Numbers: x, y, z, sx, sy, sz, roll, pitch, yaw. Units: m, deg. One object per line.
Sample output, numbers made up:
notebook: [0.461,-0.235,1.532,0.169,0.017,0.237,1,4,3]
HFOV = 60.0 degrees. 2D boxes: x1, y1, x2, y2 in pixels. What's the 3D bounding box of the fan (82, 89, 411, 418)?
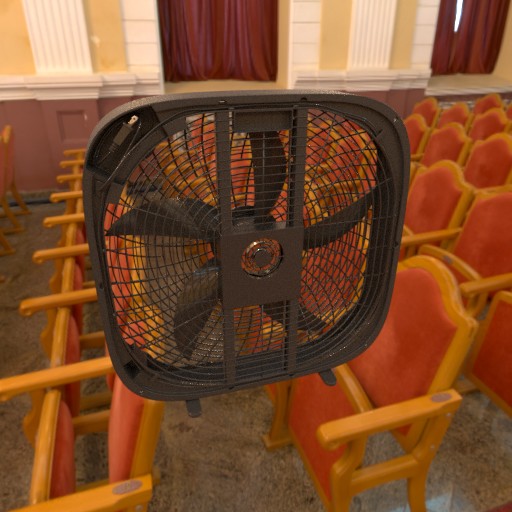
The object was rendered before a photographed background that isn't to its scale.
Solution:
fan: [0.000,0.000,0.767,0.526,0.533,0.142,-8,26,-16]
